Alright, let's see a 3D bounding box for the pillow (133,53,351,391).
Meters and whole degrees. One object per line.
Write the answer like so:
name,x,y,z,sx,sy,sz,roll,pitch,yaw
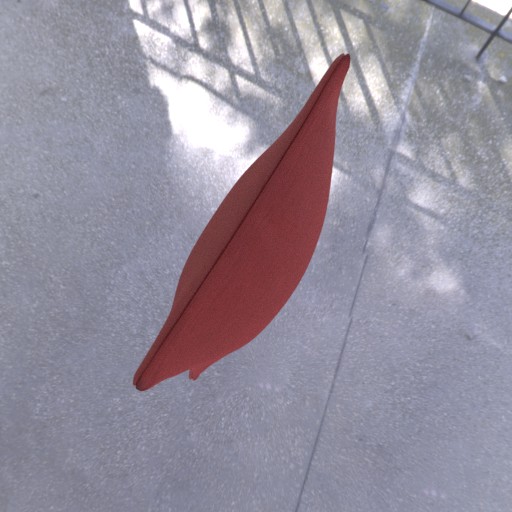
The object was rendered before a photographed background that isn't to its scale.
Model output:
pillow,0.000,0.000,0.660,0.151,0.416,0.435,30,78,7
